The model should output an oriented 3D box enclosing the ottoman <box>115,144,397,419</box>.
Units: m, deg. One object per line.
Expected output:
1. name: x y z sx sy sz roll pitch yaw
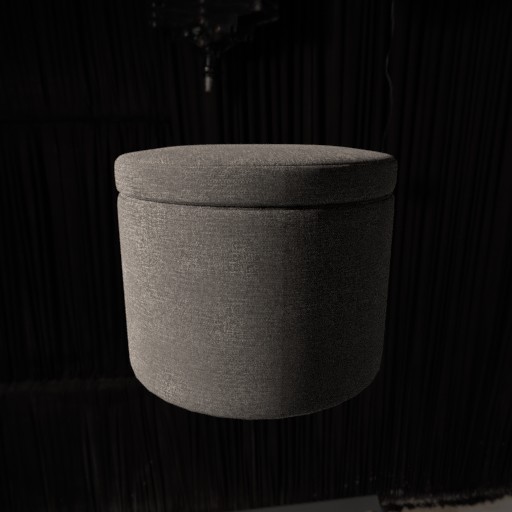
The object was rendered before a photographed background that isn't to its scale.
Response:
1. ottoman: 0.000 0.000 0.863 0.500 0.419 0.500 0 15 0
